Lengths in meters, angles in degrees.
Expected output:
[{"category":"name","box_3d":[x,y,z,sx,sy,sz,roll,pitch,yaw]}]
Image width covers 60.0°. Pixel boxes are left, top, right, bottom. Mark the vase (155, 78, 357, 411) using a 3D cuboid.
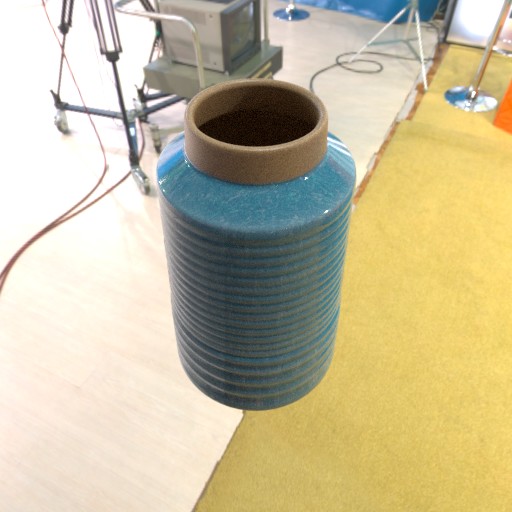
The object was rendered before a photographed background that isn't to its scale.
[{"category":"vase","box_3d":[0.000,0.000,0.375,0.163,0.267,0.163,0,47,0]}]
